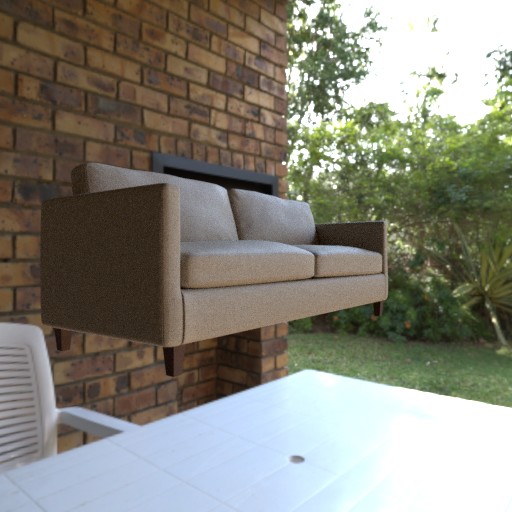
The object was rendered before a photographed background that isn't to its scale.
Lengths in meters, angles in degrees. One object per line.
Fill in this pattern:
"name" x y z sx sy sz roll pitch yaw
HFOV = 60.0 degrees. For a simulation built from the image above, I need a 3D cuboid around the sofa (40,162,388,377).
"sofa" 0.000 0.000 2.919 0.951 0.965 2.434 0 0 36
